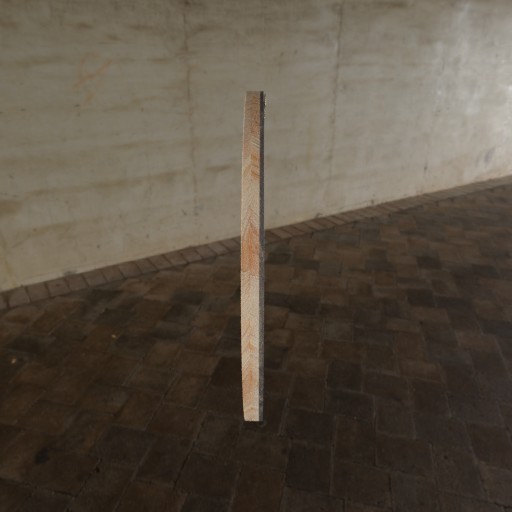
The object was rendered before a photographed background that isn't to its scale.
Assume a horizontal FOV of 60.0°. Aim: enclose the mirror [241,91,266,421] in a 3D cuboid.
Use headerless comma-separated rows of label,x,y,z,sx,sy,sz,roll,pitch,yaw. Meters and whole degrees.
mirror,0.000,0.000,1.020,0.038,0.710,0.710,0,25,1
